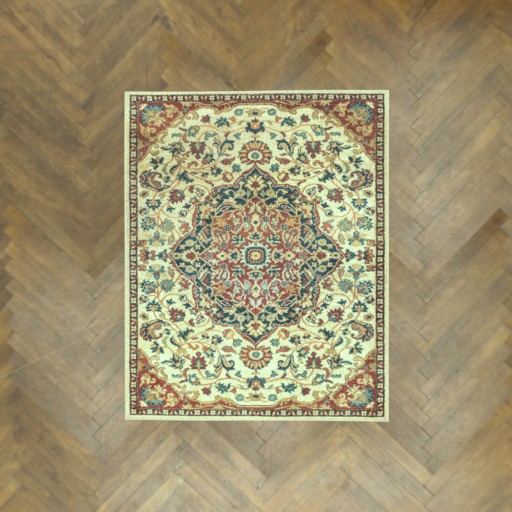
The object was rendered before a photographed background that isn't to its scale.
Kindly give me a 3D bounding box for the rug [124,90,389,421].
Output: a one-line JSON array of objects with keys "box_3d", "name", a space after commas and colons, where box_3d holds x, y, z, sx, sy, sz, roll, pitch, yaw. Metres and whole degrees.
[{"box_3d": [0.000, 0.000, 4.116, 2.454, 0.005, 3.067, 0, 90, 1], "name": "rug"}]
